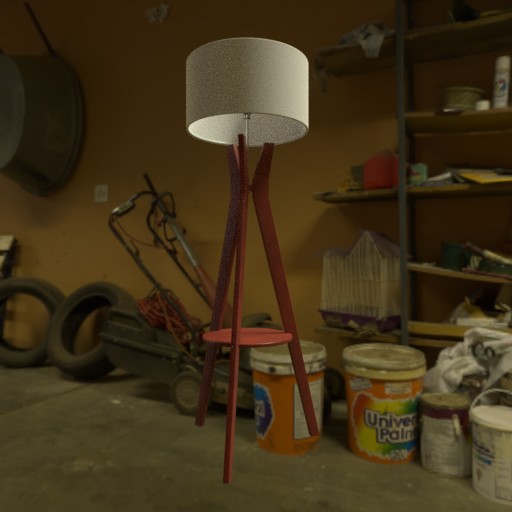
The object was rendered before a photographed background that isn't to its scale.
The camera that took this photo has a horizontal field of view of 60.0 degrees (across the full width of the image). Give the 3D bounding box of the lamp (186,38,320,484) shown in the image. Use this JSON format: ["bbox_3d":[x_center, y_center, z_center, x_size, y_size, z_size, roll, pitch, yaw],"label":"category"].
[{"bbox_3d":[0.000,0.000,1.742,0.542,1.472,0.539,0,0,-18],"label":"lamp"}]
